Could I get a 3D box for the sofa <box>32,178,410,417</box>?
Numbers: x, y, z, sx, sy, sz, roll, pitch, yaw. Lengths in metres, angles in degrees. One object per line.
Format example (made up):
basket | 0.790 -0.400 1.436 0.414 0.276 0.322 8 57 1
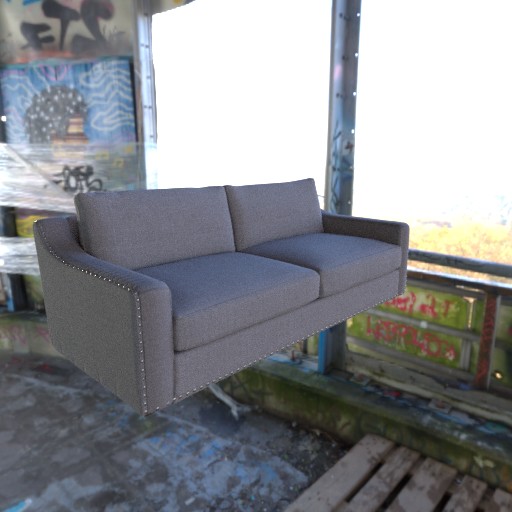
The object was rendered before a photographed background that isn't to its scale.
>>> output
sofa | 0.000 0.000 2.714 1.000 0.857 2.208 13 18 43
